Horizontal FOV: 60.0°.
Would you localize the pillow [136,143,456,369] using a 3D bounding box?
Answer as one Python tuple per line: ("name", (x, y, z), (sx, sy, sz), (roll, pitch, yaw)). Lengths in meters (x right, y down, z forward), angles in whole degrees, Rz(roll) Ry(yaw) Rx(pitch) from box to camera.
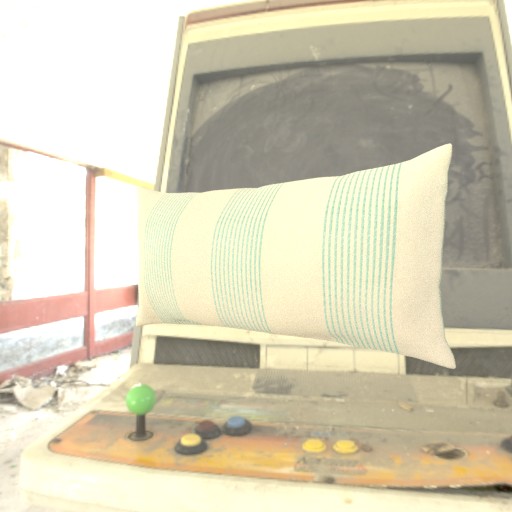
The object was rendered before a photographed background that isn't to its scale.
("pillow", (0.000, 0.000, 0.725), (0.610, 0.287, 0.151), (0, 0, 36))
